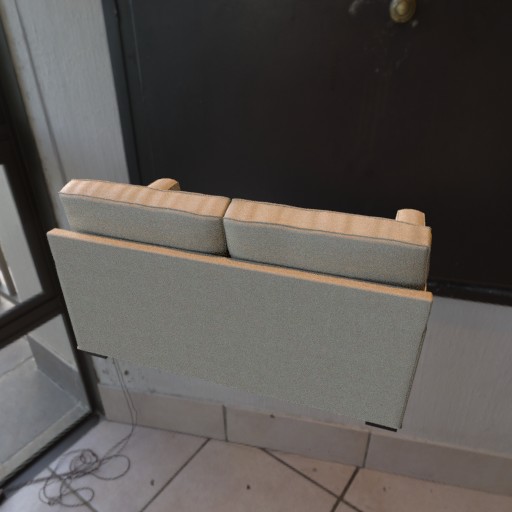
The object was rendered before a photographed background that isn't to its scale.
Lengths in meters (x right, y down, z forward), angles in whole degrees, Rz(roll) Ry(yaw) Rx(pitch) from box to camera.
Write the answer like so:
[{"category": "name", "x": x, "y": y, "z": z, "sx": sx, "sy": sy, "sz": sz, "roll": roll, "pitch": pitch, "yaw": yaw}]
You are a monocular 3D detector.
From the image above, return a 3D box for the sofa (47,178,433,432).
[{"category": "sofa", "x": 0.000, "y": 0.000, "z": 2.090, "sx": 1.484, "sy": 0.853, "sz": 0.942, "roll": 9, "pitch": 33, "yaw": 15}]
